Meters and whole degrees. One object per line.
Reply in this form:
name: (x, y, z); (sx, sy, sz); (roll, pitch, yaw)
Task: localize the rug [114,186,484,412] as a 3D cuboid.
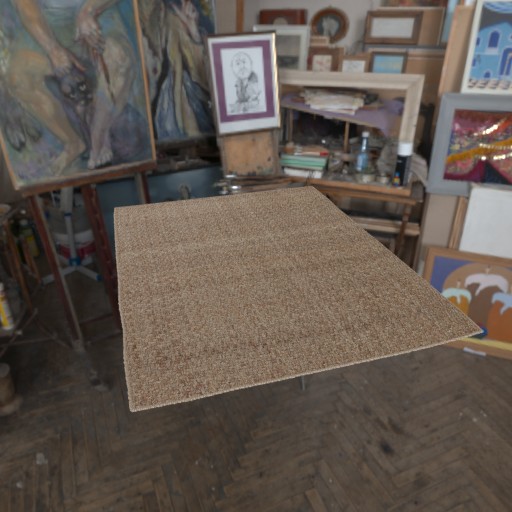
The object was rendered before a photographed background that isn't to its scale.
rug: (0.000, 0.000, 4.026); (2.439, 0.013, 3.048); (-9, 30, -15)
